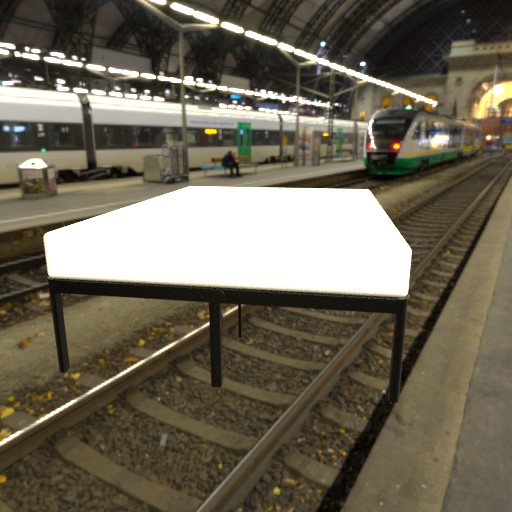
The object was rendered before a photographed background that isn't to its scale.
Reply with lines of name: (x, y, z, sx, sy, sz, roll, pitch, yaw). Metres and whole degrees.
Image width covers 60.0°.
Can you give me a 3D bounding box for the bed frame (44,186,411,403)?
bed frame: (0.000, 0.000, 2.836, 1.557, 0.659, 2.072, 2, 15, 9)
